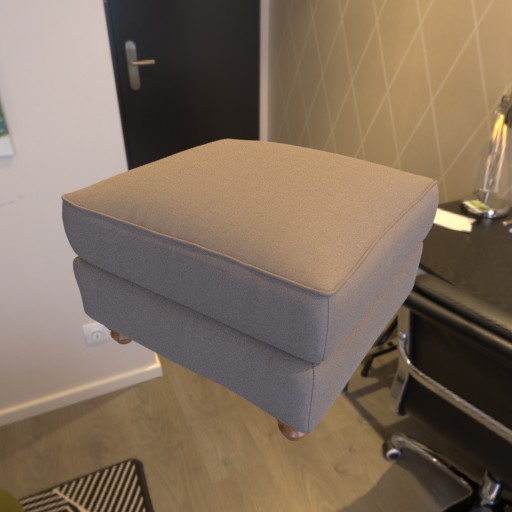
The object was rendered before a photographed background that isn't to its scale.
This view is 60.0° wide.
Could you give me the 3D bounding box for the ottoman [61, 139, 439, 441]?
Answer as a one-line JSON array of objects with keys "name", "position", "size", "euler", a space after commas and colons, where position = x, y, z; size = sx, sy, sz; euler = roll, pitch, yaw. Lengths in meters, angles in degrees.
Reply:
[{"name": "ottoman", "position": [0.000, 0.000, 1.153], "size": [0.721, 0.505, 0.662], "euler": [19, 35, 30]}]
